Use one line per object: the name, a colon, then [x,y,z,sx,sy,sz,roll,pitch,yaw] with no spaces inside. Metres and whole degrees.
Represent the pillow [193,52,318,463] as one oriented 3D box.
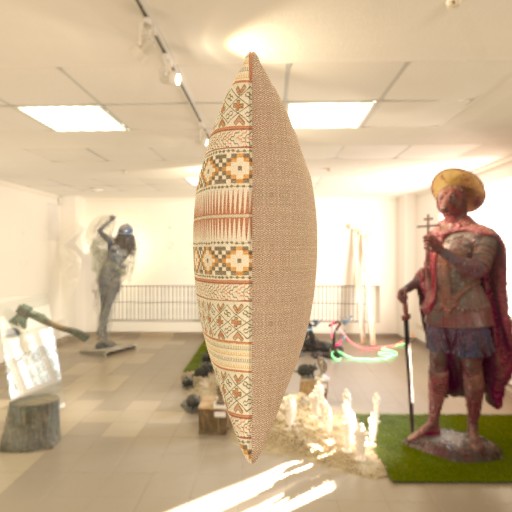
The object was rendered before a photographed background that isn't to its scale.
pillow: [0.000,0.000,0.809,0.215,0.519,0.521,0,1,1]
